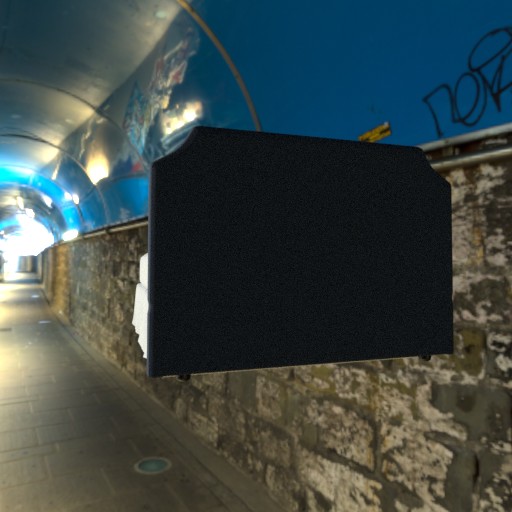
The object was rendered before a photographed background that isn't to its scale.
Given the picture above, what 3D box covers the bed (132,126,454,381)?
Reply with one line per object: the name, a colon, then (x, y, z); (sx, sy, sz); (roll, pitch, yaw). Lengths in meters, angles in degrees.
bed: (0.000, 0.000, 3.491); (1.831, 1.297, 2.260); (0, -1, -18)
